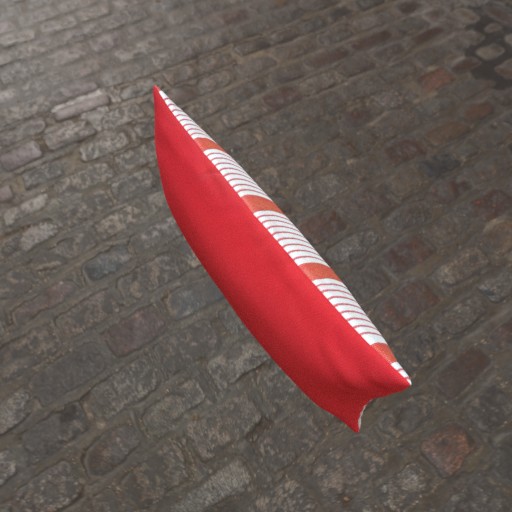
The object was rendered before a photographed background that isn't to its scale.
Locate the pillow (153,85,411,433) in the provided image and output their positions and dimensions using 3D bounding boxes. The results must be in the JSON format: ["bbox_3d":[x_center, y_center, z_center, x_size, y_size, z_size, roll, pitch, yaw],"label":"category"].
[{"bbox_3d":[0.000,0.000,0.736,0.151,0.297,0.608,-30,63,-17],"label":"pillow"}]
